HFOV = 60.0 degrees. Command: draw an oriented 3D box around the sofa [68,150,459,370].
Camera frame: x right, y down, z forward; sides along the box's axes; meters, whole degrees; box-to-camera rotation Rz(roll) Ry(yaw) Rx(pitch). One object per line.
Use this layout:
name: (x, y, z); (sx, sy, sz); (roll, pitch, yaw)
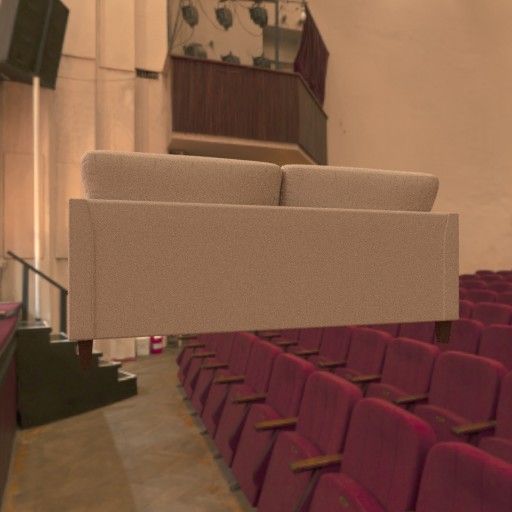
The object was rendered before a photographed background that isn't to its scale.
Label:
sofa: (0.000, 0.000, 2.305); (1.776, 0.836, 0.970); (0, 0, -18)
